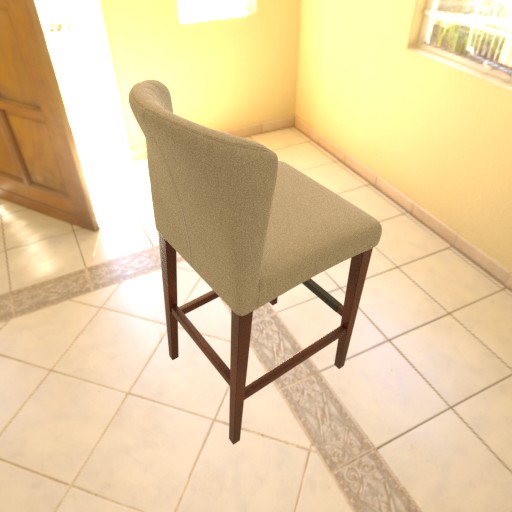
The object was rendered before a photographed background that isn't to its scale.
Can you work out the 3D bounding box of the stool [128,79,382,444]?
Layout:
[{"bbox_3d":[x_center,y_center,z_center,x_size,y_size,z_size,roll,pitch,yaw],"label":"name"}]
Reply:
[{"bbox_3d":[0.000,0.000,1.355,0.568,1.069,0.479,-26,47,-27],"label":"stool"}]
